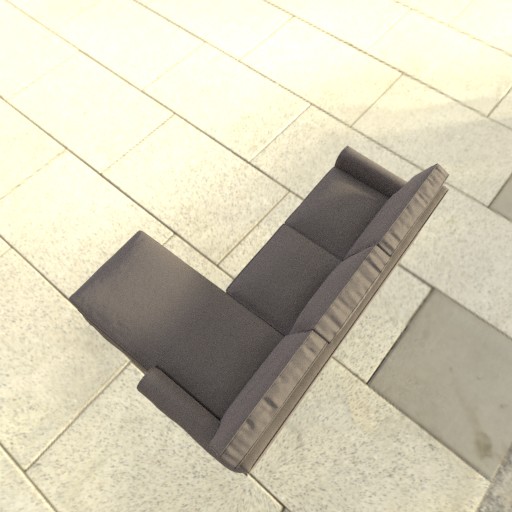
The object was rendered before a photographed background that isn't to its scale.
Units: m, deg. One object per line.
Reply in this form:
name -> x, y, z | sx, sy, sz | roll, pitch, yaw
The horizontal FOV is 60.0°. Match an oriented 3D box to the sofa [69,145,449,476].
sofa -> 0.000, 0.000, 3.300 | 1.733, 0.978, 2.475 | 35, 68, 16
